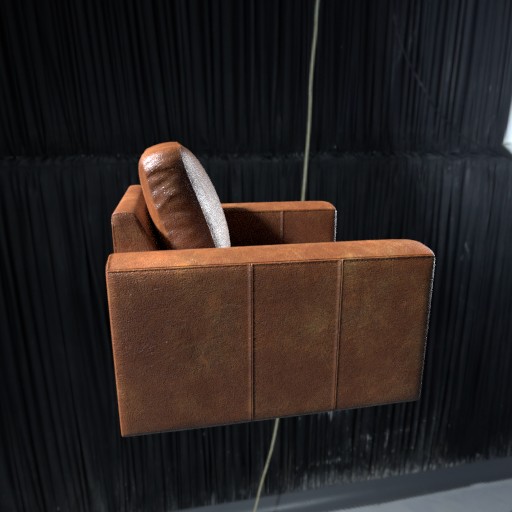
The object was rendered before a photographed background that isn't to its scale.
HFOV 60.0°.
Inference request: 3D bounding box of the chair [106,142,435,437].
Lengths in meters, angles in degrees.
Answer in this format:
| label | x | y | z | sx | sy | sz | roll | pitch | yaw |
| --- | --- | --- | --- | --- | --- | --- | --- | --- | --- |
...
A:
| label | x | y | z | sx | sy | sz | roll | pitch | yaw |
| --- | --- | --- | --- | --- | --- | --- | --- | --- | --- |
| chair | 0.000 | 0.000 | 1.769 | 1.016 | 0.873 | 1.005 | -3 | 16 | -11 |
